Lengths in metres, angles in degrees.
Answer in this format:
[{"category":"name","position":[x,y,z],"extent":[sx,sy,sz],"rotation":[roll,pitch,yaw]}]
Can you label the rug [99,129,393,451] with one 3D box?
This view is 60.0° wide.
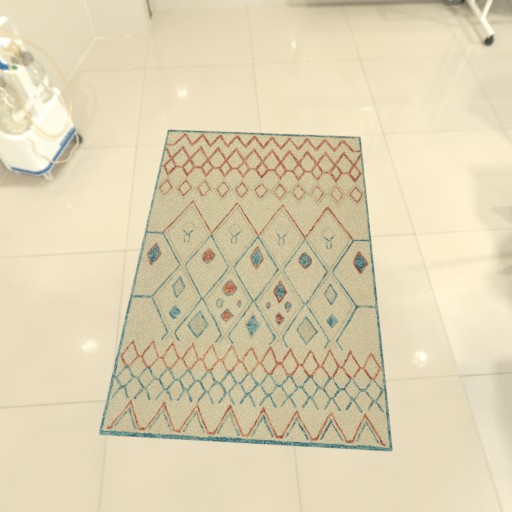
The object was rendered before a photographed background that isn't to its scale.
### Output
[{"category":"rug","position":[0.000,0.000,2.317],"extent":[1.219,0.016,1.829],"rotation":[3,58,2]}]
